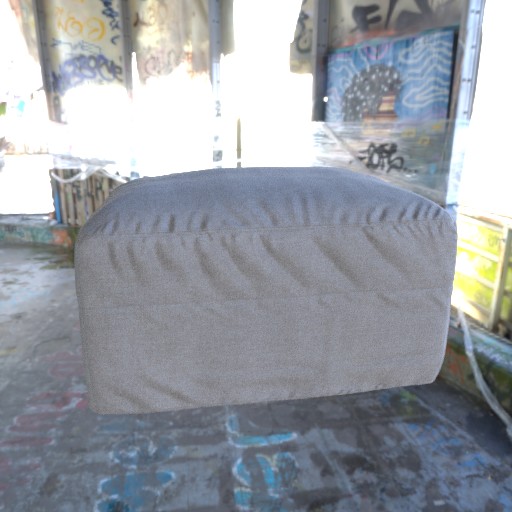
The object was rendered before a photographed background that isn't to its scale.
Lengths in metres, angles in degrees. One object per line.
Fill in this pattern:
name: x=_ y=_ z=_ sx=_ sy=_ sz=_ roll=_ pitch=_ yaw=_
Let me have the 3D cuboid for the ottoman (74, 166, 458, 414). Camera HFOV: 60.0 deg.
ottoman: x=0.000 y=0.000 z=1.226 sx=0.837 sy=0.481 sz=0.683 roll=-2 pitch=16 yaw=-8
